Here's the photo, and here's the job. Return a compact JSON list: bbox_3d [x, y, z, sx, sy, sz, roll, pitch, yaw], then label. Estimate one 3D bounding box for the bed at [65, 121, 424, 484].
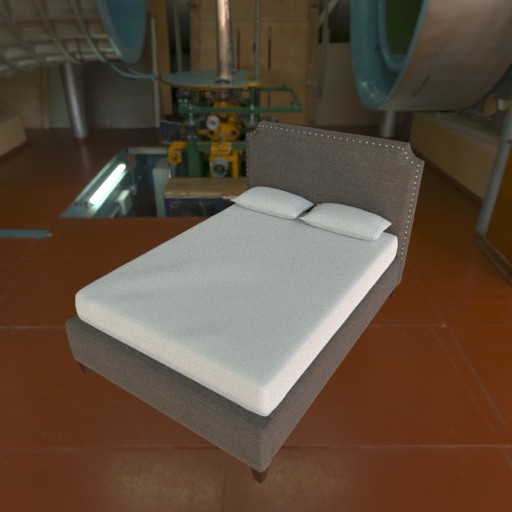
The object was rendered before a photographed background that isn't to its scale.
[{"bbox_3d":[0.000,0.000,3.450,1.713,1.457,2.381,18,34,29],"label":"bed"}]
